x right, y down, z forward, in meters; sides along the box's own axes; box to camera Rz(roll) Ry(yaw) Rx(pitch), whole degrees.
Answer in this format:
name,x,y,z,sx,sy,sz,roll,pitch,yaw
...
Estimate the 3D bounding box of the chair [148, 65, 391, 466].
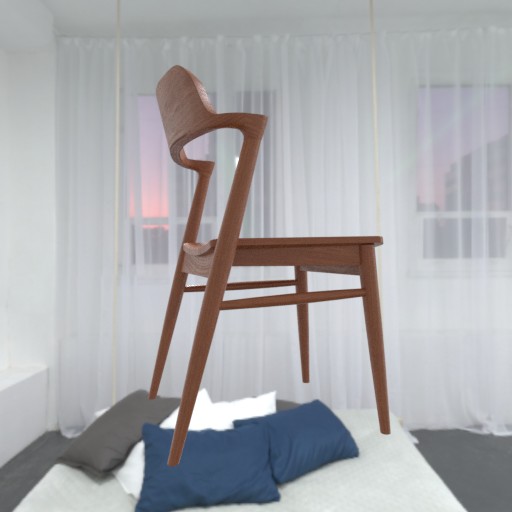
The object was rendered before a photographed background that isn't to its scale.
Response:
name,x,y,z,sx,sy,sz,roll,pitch,yaw
chair,0.000,0.000,1.126,0.499,0.801,0.496,0,0,-19
